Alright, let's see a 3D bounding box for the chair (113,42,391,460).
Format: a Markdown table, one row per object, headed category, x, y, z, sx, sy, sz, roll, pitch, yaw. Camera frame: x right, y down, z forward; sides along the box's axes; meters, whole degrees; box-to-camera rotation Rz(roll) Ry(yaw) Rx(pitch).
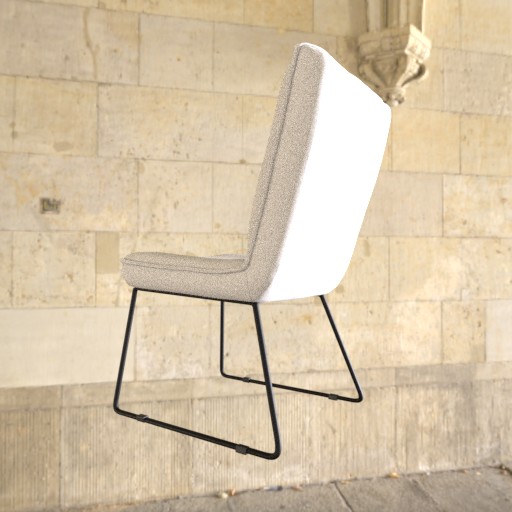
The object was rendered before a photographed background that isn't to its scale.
| category | x | y | z | sx | sy | sz | roll | pitch | yaw |
| --- | --- | --- | --- | --- | --- | --- | --- | --- | --- |
| chair | 0.000 | 0.000 | 1.326 | 0.688 | 0.930 | 0.515 | -1 | -1 | 35 |
